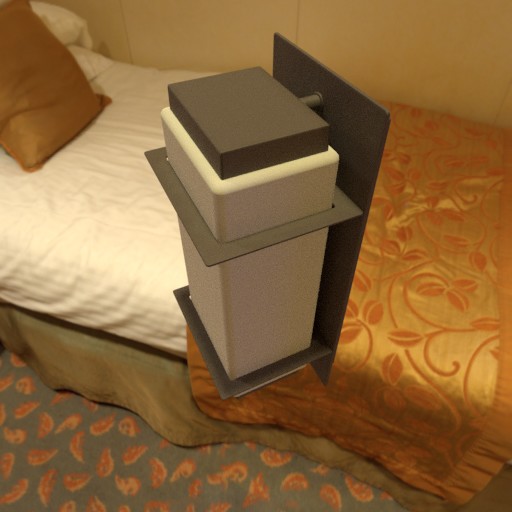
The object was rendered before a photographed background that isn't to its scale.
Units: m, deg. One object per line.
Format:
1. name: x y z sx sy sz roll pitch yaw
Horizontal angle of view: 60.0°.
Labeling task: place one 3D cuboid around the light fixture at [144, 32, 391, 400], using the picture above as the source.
1. light fixture: 0.000 0.000 0.429 0.146 0.347 0.153 -19 48 -18
